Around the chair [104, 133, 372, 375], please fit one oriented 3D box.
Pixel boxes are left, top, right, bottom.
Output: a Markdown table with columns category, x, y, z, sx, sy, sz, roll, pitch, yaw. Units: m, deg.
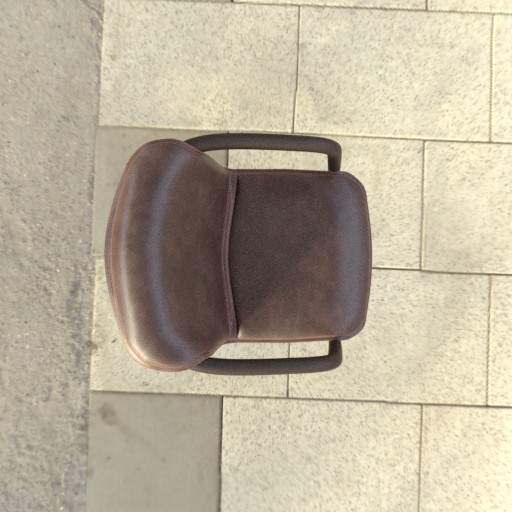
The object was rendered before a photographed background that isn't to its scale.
| category | x | y | z | sx | sy | sz | roll | pitch | yaw |
| --- | --- | --- | --- | --- | --- | --- | --- | --- | --- |
| chair | 0.000 | 0.000 | 1.284 | 0.664 | 0.836 | 0.536 | 0 | 89 | 0 |
